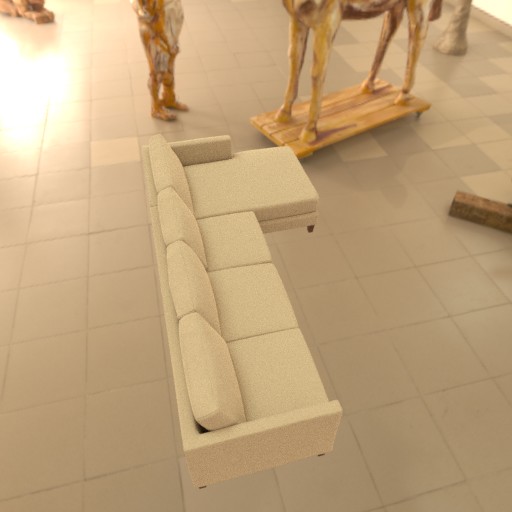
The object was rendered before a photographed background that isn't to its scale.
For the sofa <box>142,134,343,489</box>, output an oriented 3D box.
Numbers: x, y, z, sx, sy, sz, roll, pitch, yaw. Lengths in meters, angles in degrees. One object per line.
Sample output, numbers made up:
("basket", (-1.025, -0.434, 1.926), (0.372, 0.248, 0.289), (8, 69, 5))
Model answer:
("sofa", (0.000, 0.000, 3.775), (1.625, 0.861, 3.186), (-10, 46, -10))
